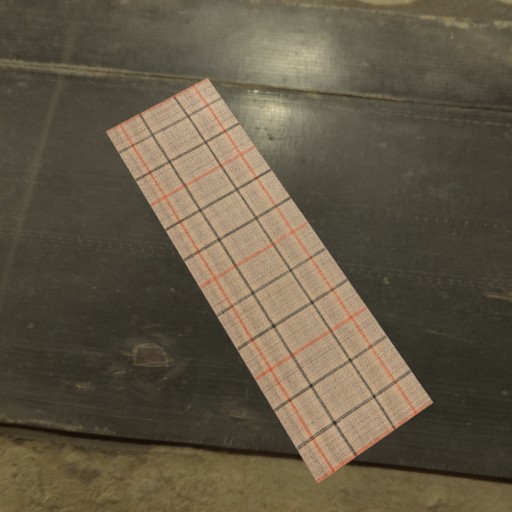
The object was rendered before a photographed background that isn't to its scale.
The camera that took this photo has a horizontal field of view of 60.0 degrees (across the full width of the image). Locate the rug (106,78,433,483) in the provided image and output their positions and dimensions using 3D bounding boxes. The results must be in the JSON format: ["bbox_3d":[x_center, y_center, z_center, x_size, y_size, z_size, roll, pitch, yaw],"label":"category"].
[{"bbox_3d":[0.000,0.000,2.646,0.762,0.008,2.439,-31,77,-8],"label":"rug"}]
